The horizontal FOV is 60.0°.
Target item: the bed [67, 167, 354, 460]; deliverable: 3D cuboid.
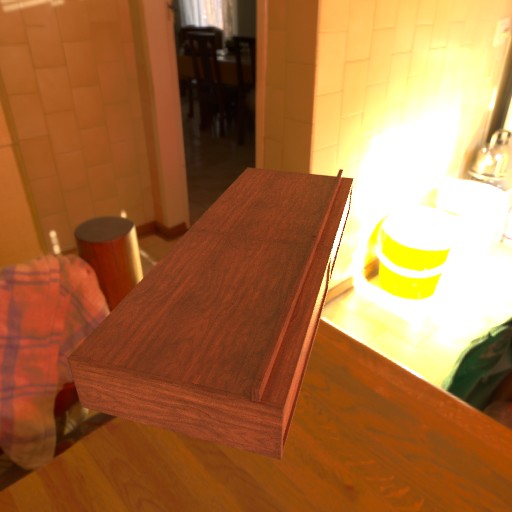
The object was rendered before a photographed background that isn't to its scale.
[{"bbox_3d":[0.000,0.000,2.339,0.787,0.326,2.057,9,31,14],"label":"bed"}]
